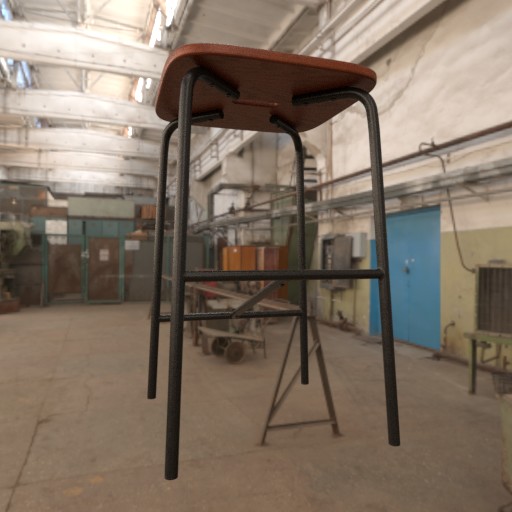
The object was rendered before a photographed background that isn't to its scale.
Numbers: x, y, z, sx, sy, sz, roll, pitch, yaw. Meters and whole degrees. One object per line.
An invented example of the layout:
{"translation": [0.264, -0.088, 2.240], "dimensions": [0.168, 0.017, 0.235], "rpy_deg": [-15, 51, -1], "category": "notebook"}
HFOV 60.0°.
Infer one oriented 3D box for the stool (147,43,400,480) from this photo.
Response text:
{"translation": [0.000, 0.000, 0.835], "dimensions": [0.376, 0.610, 0.376], "rpy_deg": [0, 0, -17], "category": "stool"}
